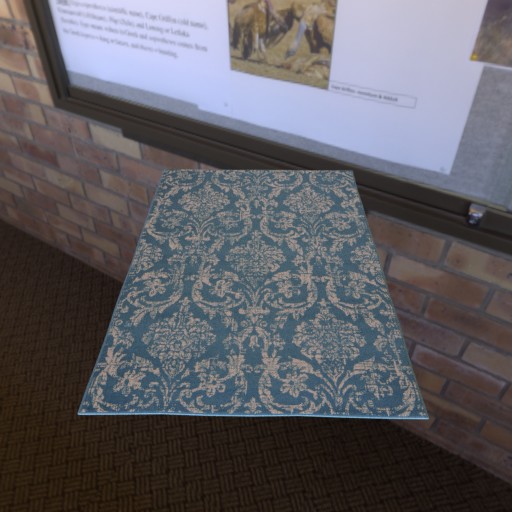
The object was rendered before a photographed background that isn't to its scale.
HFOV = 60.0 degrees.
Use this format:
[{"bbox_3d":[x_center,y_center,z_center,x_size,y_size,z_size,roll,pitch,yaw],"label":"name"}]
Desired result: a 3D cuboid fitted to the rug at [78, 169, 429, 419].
[{"bbox_3d":[0.000,0.000,2.800,1.554,0.012,2.205,1,40,1],"label":"rug"}]
